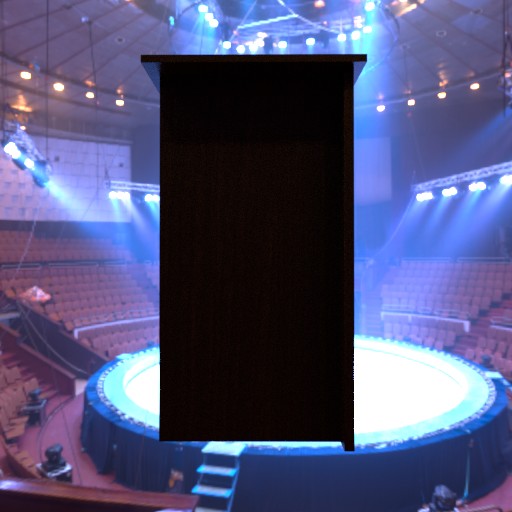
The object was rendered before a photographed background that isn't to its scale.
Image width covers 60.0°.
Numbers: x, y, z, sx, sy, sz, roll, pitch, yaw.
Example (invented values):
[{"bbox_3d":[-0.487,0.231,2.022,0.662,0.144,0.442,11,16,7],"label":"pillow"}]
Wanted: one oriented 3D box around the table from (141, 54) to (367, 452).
[{"bbox_3d":[0.000,0.000,1.079,0.406,0.711,0.591,0,-1,0],"label":"table"}]
